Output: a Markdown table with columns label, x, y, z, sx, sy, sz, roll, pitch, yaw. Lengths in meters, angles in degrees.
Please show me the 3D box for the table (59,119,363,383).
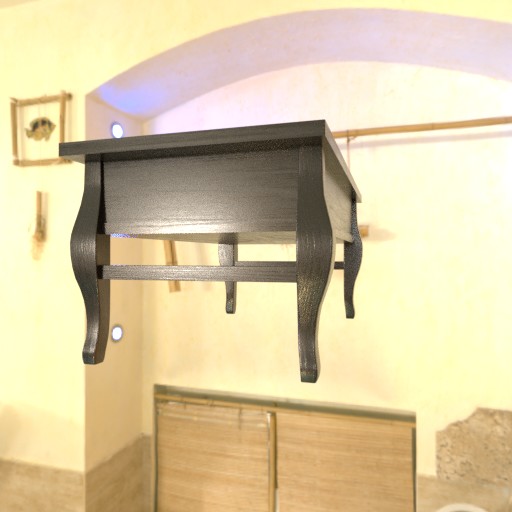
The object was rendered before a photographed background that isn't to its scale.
| label | x | y | z | sx | sy | sz | roll | pitch | yaw |
| --- | --- | --- | --- | --- | --- | --- | --- | --- | --- |
| table | 0.000 | 0.000 | 1.394 | 0.600 | 0.494 | 1.062 | 0 | 0 | 17 |
